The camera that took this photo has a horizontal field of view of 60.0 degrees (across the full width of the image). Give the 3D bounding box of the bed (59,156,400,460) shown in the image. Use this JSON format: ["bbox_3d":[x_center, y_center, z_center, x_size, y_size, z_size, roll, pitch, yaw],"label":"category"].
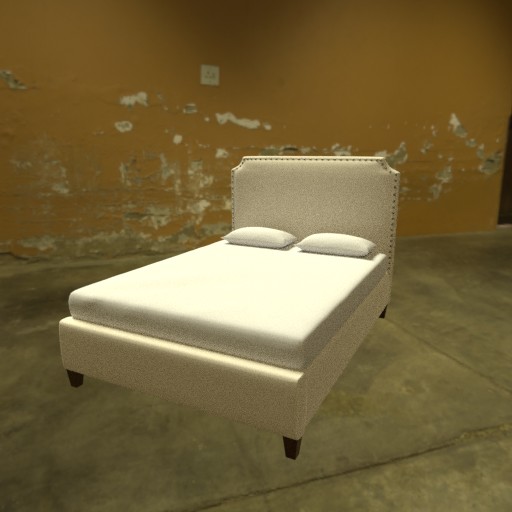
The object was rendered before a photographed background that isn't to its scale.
[{"bbox_3d":[0.000,0.000,3.454,1.712,1.497,2.372,7,15,26],"label":"bed"}]
